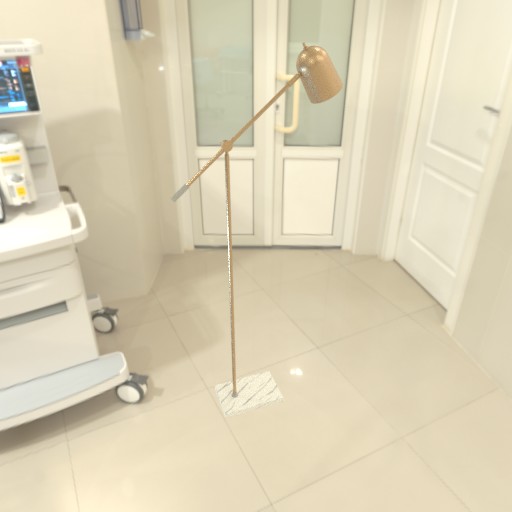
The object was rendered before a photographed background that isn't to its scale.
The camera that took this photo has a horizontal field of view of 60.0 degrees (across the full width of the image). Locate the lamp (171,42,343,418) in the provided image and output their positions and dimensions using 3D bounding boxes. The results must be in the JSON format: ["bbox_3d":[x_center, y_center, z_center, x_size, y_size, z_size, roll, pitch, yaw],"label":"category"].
[{"bbox_3d":[0.000,0.000,1.841,0.653,1.594,0.194,-10,31,-17],"label":"lamp"}]
